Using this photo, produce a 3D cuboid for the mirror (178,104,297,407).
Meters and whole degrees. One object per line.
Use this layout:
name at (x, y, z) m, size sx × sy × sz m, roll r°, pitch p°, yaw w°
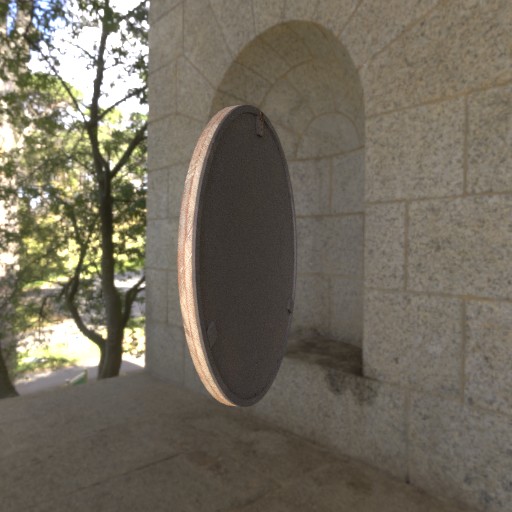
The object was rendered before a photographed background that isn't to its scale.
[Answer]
mirror at (0.000, 0.000, 1.099) m, size 0.038 × 0.710 × 0.710 m, roll 0°, pitch 1°, yaw 20°
